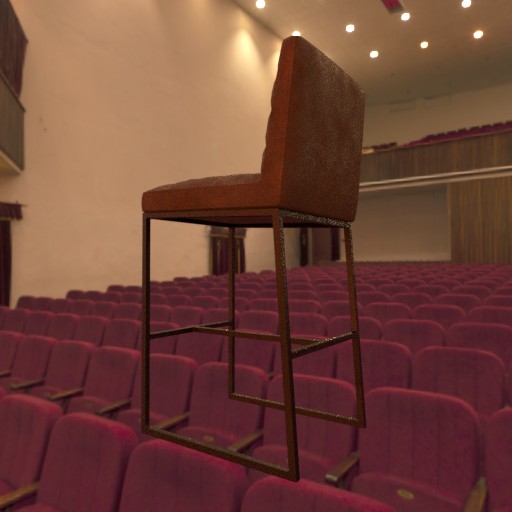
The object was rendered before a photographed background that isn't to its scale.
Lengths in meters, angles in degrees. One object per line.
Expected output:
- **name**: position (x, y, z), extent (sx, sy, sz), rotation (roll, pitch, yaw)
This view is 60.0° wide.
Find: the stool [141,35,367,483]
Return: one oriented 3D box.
- **stool**: position (0.000, 0.000, 1.370), extent (0.562, 1.065, 0.463), rotation (-1, -2, 35)
